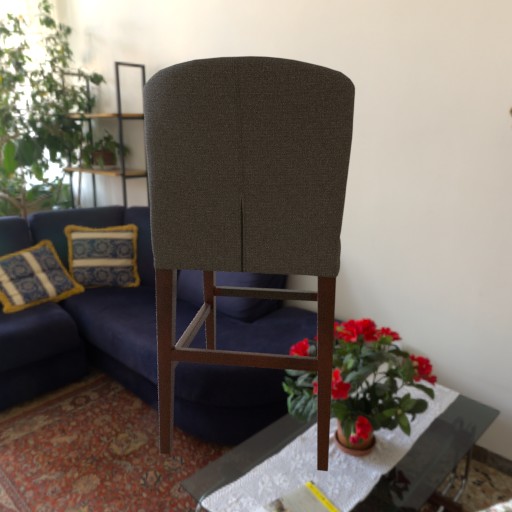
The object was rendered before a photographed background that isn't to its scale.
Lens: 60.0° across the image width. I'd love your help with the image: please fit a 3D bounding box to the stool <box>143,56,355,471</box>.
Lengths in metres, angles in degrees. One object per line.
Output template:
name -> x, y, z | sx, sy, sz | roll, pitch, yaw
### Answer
stool -> 0.000, 0.000, 1.258 | 0.479, 0.968, 0.568 | 2, 16, 8
